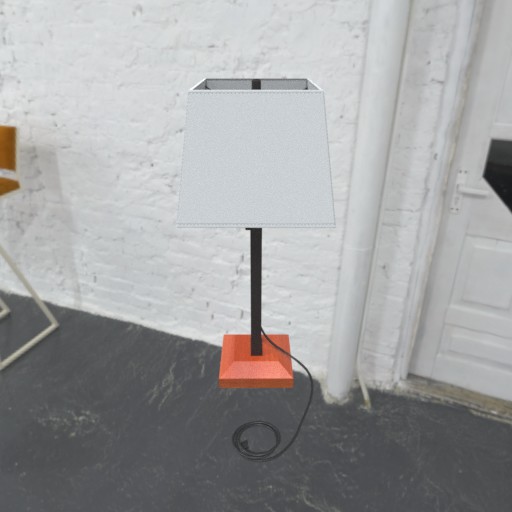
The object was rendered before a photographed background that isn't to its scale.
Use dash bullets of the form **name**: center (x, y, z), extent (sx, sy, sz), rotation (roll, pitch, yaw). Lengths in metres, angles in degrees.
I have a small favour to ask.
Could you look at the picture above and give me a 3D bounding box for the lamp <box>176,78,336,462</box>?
- **lamp**: center (0.000, 0.000, 1.004), extent (0.310, 0.737, 0.498), rotation (0, 26, 0)
